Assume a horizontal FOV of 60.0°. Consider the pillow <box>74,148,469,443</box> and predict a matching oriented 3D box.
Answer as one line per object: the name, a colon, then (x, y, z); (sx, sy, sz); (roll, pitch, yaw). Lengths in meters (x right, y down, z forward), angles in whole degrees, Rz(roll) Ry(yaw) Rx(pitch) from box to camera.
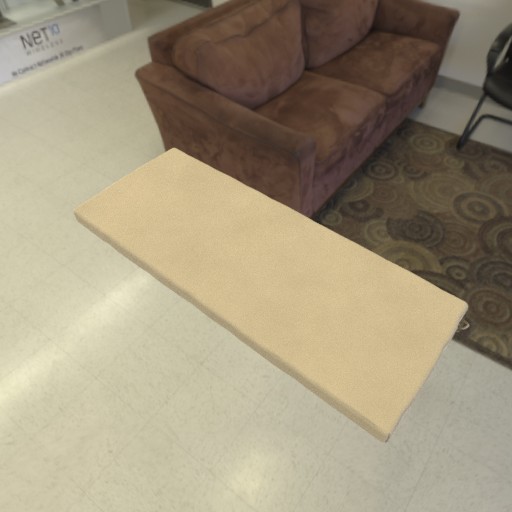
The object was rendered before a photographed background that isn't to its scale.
pillow: (0.000, 0.000, 1.336); (1.187, 0.081, 0.492); (31, 55, 25)
